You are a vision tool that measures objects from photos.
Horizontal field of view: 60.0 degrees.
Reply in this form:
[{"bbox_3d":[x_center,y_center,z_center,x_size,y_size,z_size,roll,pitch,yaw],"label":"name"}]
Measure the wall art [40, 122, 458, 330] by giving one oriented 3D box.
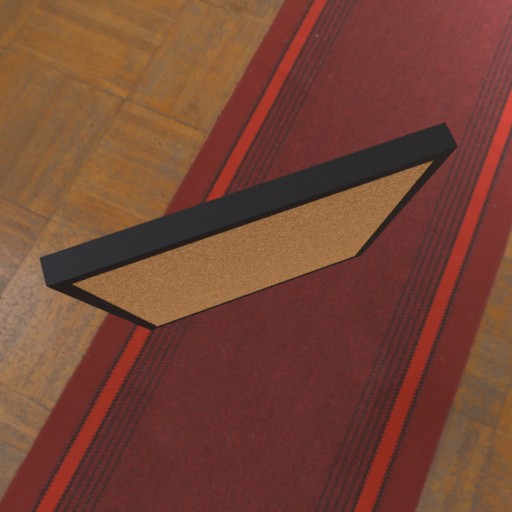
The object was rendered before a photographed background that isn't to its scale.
[{"bbox_3d":[0.000,0.000,0.760,0.506,0.503,0.036,-19,76,-5],"label":"wall art"}]
